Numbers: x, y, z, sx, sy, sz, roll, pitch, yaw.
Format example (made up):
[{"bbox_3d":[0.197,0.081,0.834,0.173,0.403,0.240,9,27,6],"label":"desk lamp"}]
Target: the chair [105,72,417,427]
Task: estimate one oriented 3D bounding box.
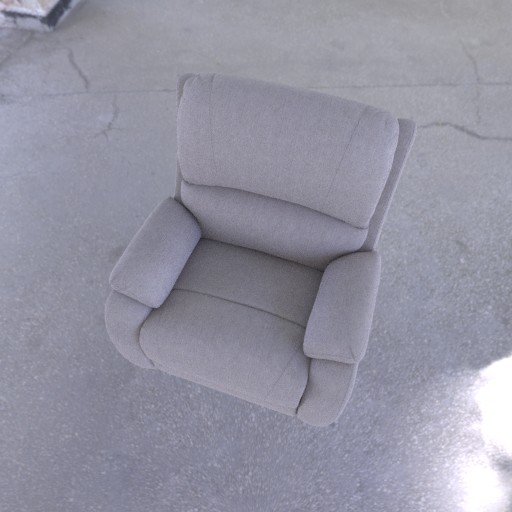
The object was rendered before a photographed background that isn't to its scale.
[{"bbox_3d":[0.000,0.000,1.681,0.930,1.011,0.899,16,59,10],"label":"chair"}]
